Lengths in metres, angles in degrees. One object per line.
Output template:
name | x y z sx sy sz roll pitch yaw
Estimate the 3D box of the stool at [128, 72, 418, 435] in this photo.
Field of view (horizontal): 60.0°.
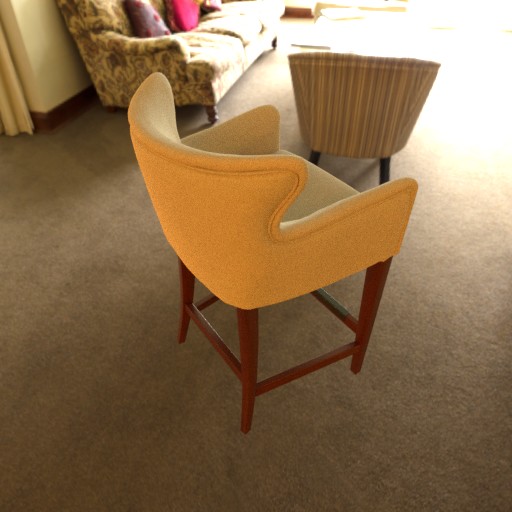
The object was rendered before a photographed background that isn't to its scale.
stool | 0.000 0.000 1.312 0.570 0.951 0.601 -24 45 -26
